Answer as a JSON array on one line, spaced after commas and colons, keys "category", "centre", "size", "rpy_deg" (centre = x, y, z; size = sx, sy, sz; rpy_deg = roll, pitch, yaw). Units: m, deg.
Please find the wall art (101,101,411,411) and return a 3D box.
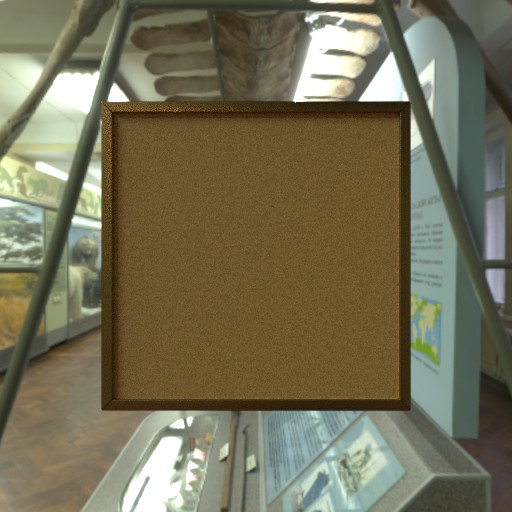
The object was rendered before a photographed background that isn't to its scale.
[{"category": "wall art", "centre": [0.000, 0.000, 0.454], "size": [0.305, 0.305, 0.037], "rpy_deg": [0, 0, 0]}]
